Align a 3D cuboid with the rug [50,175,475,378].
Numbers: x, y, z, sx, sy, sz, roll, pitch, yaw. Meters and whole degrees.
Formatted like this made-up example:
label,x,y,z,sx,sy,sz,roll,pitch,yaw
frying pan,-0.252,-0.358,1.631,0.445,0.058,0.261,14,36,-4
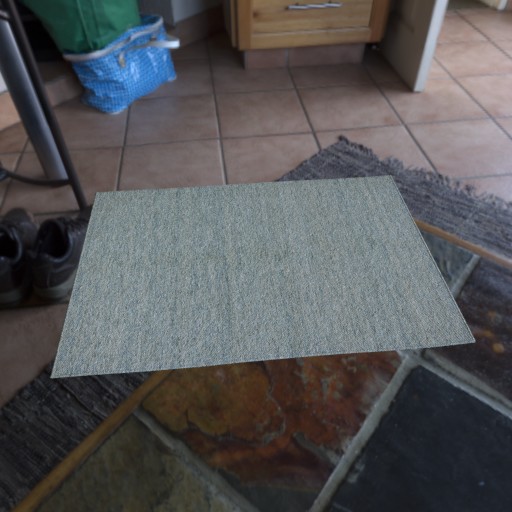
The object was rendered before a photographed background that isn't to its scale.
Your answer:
label,x,y,z,sx,sy,sz,roll,pitch,yaw
rug,0.000,0.000,2.891,2.283,0.013,1.547,-4,46,-4
